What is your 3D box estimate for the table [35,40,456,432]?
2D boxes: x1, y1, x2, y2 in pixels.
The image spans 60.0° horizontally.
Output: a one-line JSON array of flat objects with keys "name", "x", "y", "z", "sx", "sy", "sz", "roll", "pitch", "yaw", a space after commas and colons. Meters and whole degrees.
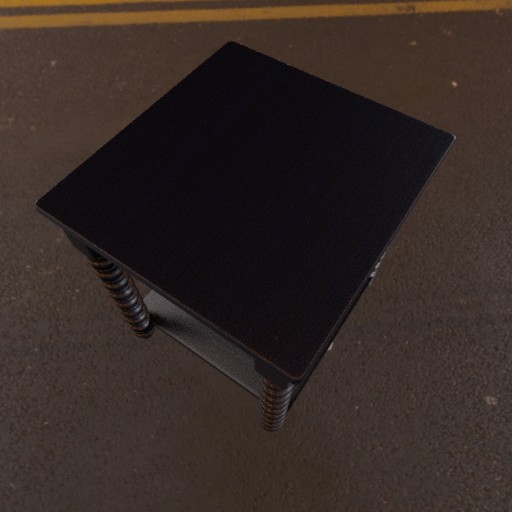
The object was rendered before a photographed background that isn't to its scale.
[{"name": "table", "x": 0.000, "y": 0.000, "z": 0.984, "sx": 0.500, "sy": 0.567, "sz": 0.533, "roll": 31, "pitch": 63, "yaw": 17}]
